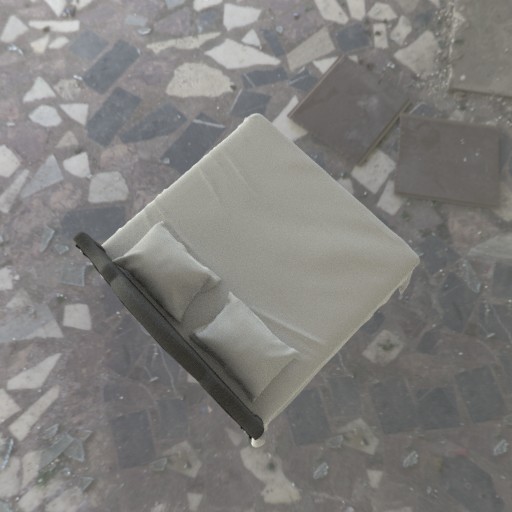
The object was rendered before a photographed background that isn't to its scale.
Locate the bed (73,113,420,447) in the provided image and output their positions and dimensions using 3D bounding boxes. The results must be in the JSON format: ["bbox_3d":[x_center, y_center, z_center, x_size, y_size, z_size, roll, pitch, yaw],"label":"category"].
[{"bbox_3d":[0.000,0.000,3.697,2.222,1.631,2.303,-43,79,-11],"label":"bed"}]
